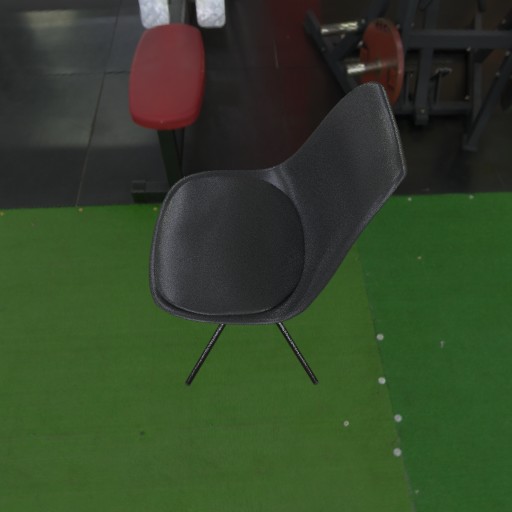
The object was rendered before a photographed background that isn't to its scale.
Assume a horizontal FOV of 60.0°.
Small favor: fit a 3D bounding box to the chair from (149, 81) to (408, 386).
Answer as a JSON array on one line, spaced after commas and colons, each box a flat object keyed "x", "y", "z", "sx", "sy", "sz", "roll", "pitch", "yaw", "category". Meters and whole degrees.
[{"x": 0.000, "y": 0.000, "z": 1.149, "sx": 0.525, "sy": 0.850, "sz": 0.461, "roll": 0, "pitch": 56, "yaw": 0, "category": "chair"}]
